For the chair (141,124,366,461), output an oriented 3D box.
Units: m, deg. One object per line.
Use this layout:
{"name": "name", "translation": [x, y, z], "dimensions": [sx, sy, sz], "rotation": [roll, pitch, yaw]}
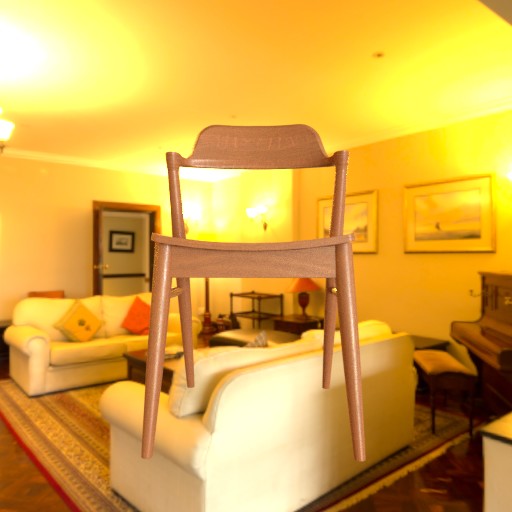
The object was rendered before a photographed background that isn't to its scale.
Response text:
{"name": "chair", "translation": [0.000, 0.000, 1.117], "dimensions": [0.496, 0.801, 0.499], "rotation": [0, 0, 2]}
